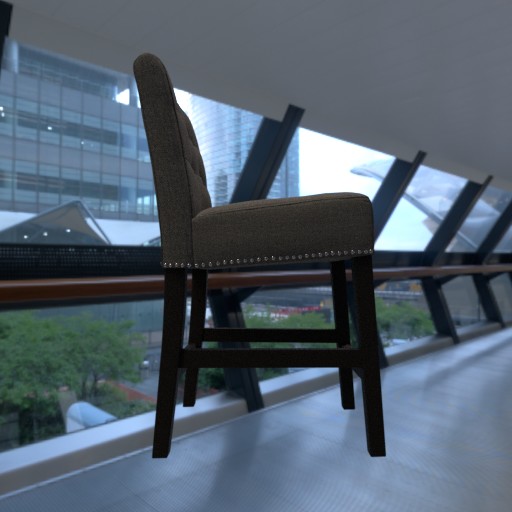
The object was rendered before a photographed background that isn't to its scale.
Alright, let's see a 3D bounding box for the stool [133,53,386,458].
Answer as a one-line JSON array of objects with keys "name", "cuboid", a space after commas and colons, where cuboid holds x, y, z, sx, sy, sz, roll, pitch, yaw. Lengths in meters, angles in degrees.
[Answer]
[{"name": "stool", "cuboid": [0.000, 0.000, 1.158, 0.571, 0.885, 0.427, 0, -2, 1]}]
